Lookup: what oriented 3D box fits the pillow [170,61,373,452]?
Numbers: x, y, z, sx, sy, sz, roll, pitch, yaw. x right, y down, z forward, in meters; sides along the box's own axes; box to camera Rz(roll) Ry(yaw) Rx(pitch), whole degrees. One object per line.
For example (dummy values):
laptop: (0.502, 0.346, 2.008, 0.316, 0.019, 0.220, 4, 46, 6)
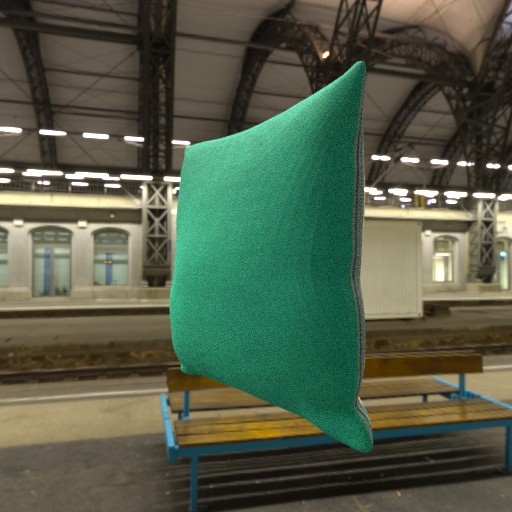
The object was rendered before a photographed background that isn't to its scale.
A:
pillow: (0.000, 0.000, 0.668, 0.182, 0.441, 0.440, 1, -2, -37)
